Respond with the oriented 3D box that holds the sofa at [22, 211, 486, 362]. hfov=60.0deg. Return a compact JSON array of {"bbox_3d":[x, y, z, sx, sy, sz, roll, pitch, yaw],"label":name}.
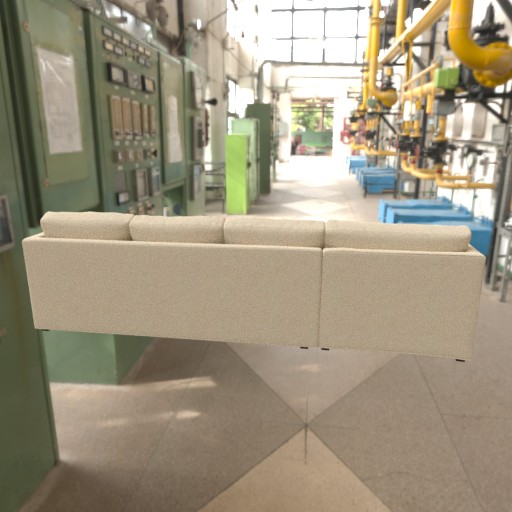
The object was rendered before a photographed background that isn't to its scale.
[{"bbox_3d":[0.000,0.000,3.825,3.205,0.922,1.650,2,16,8],"label":"sofa"}]
